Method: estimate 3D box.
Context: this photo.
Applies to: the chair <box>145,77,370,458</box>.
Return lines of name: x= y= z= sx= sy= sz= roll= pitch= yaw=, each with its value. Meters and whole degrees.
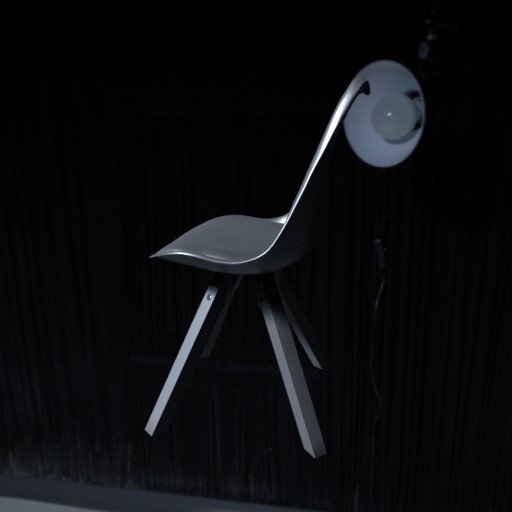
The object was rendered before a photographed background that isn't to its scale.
chair: x=0.000 y=0.000 z=1.173 sx=0.530 sy=0.850 sz=0.485 roll=3 pitch=16 yaw=10
